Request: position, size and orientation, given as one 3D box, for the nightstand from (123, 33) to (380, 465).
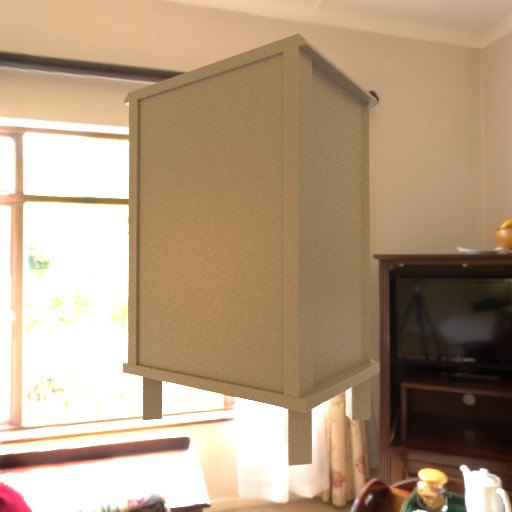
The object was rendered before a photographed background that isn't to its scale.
[{"bbox_3d":[0.000,0.000,0.941,0.435,0.680,0.348,-1,-1,36],"label":"nightstand"}]
